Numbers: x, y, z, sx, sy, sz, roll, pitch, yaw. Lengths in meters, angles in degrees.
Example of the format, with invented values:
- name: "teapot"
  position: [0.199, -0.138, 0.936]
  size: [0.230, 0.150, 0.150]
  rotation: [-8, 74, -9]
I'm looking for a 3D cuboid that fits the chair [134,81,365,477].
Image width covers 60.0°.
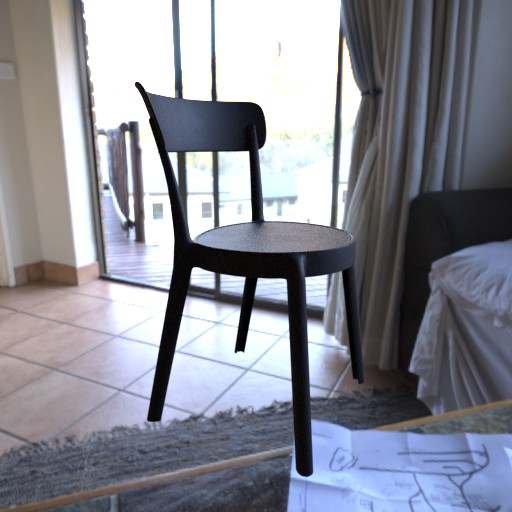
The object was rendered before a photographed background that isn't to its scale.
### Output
- name: "chair"
  position: [0.000, 0.000, 1.117]
  size: [0.491, 0.790, 0.506]
  rotation: [7, 16, 27]
